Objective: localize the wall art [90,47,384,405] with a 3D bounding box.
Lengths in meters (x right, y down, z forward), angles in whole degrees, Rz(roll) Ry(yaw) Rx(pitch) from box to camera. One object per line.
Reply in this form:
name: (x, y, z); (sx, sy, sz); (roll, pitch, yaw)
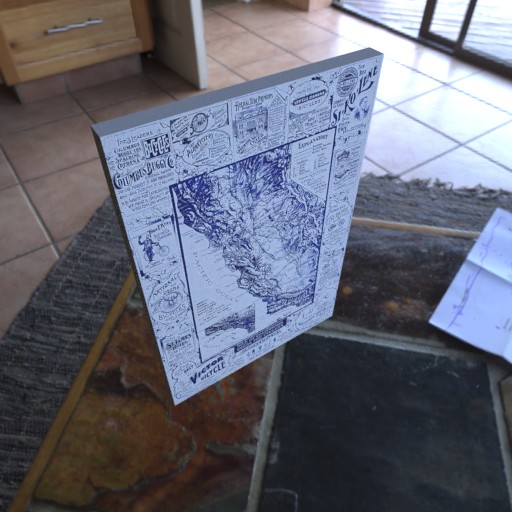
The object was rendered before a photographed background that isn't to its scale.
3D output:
wall art: (0.000, 0.000, 0.953); (0.511, 0.753, 0.039); (-25, 50, -23)
